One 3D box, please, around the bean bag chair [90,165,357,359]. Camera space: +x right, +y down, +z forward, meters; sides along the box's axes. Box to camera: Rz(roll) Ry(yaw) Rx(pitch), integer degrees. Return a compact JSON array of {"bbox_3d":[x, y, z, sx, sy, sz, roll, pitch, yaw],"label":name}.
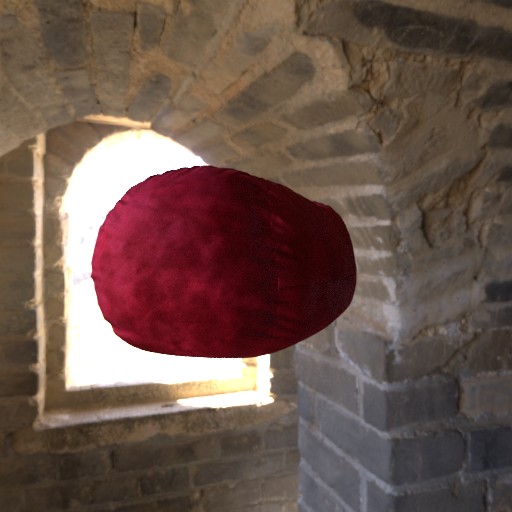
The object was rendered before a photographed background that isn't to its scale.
[{"bbox_3d":[0.000,0.000,2.809,1.216,0.867,2.293,0,1,20],"label":"bean bag chair"}]
